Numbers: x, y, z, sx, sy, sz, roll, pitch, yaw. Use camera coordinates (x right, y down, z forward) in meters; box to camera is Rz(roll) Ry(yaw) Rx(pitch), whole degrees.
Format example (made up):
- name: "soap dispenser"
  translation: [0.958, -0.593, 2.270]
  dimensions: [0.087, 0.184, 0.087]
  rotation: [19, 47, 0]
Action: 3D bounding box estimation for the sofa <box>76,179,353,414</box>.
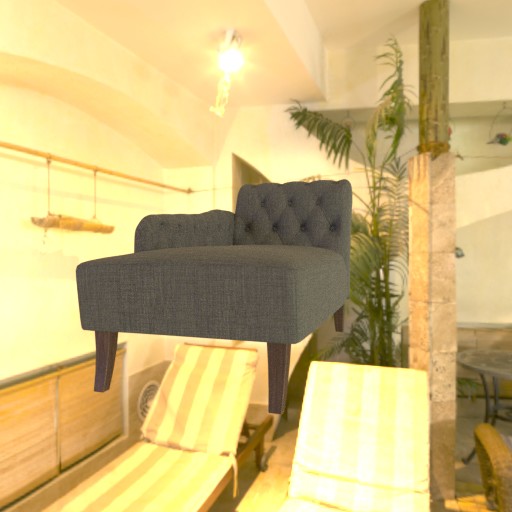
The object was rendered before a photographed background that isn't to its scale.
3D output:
- name: "sofa"
  translation: [0.000, 0.000, 1.839]
  dimensions: [0.675, 0.787, 1.379]
  rotation: [0, 1, 19]
